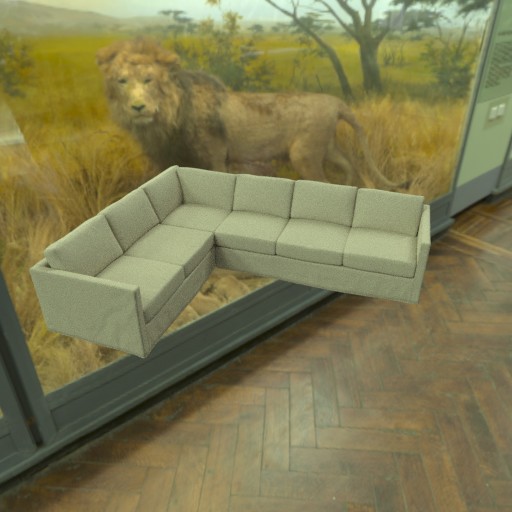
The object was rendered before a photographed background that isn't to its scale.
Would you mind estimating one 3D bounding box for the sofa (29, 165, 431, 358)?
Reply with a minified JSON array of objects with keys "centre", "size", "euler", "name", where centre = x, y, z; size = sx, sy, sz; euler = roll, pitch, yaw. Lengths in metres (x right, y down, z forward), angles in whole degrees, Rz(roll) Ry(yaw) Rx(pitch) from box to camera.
[{"centre":[0.000,0.000,4.350],"size":[3.182,0.871,2.432],"euler":[10,32,16],"name":"sofa"}]
